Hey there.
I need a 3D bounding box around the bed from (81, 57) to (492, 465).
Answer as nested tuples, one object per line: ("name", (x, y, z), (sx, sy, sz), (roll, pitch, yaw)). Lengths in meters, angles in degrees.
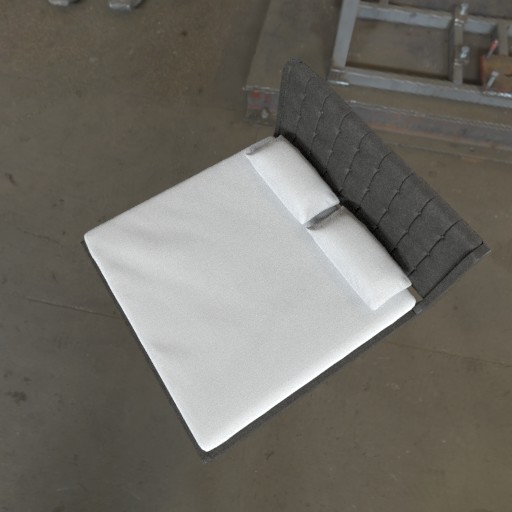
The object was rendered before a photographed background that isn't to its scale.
("bed", (0.000, 0.000, 3.157), (2.031, 1.158, 1.903), (-31, 68, -14))
